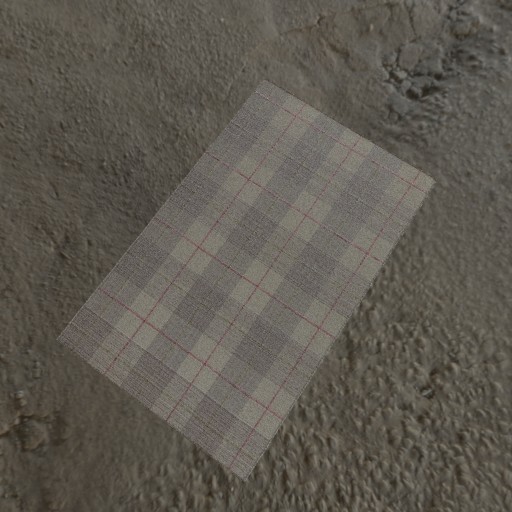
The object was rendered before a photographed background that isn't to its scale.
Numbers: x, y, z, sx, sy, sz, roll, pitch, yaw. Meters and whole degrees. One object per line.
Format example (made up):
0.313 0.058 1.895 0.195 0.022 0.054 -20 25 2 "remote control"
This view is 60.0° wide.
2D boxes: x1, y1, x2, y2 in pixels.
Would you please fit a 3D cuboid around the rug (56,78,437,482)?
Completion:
0.000 0.000 3.105 1.549 0.010 2.464 33 78 8 "rug"
